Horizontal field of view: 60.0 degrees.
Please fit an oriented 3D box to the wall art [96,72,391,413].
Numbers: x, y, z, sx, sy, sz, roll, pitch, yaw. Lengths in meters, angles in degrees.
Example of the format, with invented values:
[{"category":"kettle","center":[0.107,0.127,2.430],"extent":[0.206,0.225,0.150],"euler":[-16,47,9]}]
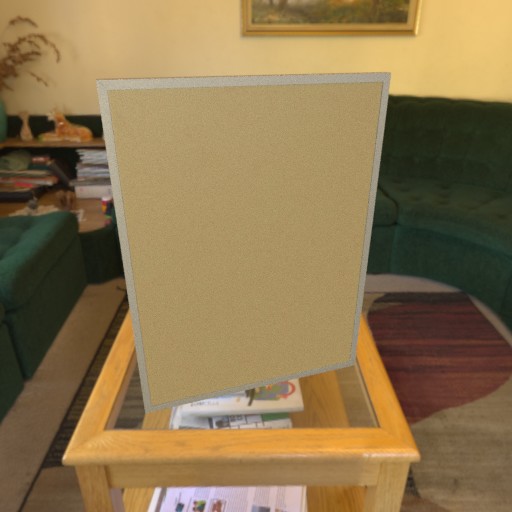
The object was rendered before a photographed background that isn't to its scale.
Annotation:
[{"category":"wall art","center":[0.000,0.000,1.378],"extent":[0.789,1.042,0.034],"euler":[-8,27,-16]}]
